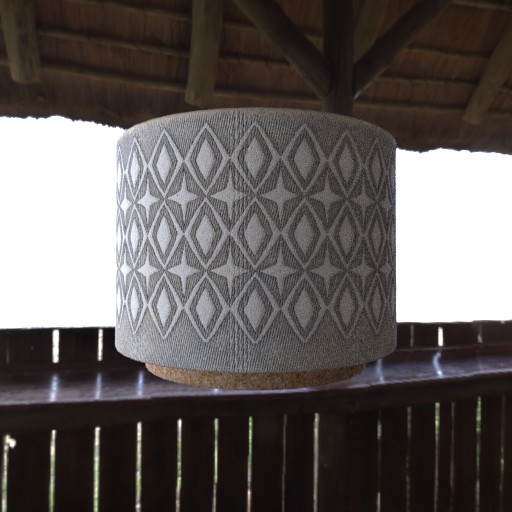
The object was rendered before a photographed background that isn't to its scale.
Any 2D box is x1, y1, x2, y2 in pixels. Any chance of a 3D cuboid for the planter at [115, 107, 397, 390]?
[{"bbox_3d":[0.000,0.000,0.272,0.164,0.127,0.164,0,0,0],"label":"planter"}]
